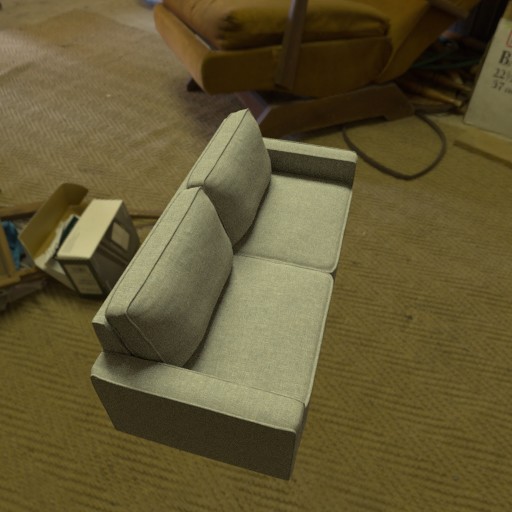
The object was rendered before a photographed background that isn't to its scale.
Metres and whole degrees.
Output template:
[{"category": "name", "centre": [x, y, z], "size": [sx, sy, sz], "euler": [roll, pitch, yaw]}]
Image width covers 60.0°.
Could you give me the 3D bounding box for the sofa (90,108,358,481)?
[{"category": "sofa", "centre": [0.000, 0.000, 2.591], "size": [0.945, 0.918, 2.078], "euler": [11, 47, 11]}]
